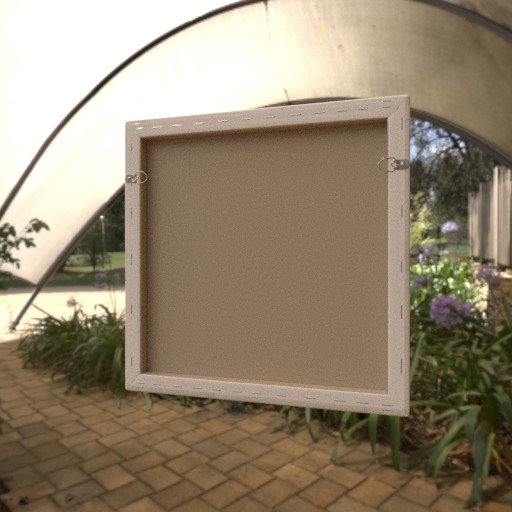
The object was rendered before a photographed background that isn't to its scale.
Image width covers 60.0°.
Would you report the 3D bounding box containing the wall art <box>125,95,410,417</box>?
[{"bbox_3d":[0.000,0.000,1.161,0.762,0.762,0.038,0,0,16],"label":"wall art"}]
